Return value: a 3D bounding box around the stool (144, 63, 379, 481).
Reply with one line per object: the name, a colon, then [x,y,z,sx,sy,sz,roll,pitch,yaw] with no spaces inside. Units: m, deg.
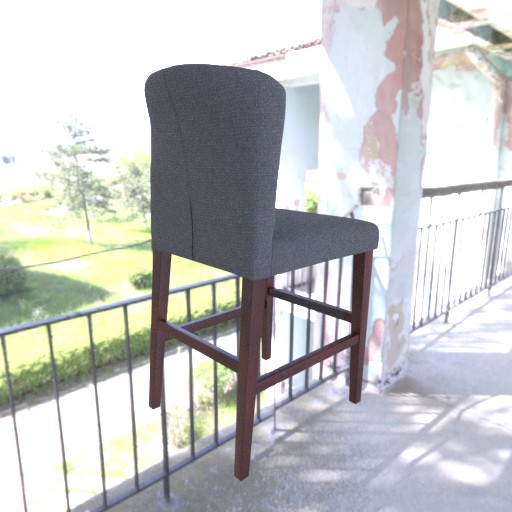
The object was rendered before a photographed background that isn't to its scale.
stool: [0.000,0.000,1.290,0.568,0.968,0.479,-12,18,-41]
